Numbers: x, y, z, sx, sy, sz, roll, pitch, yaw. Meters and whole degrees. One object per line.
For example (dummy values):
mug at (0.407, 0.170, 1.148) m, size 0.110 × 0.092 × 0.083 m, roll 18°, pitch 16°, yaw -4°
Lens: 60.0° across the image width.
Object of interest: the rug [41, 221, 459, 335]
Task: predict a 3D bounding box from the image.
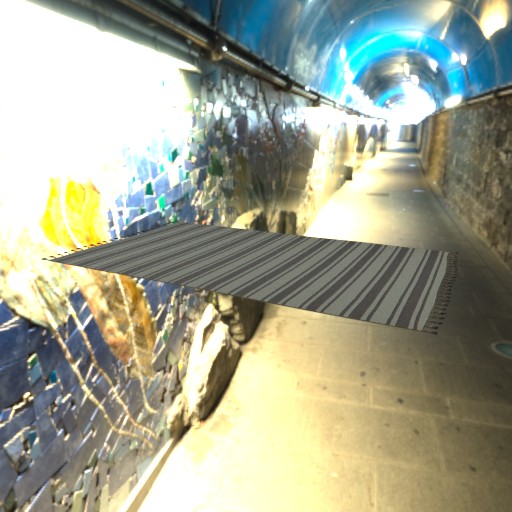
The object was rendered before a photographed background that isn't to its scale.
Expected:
rug at (0.000, 0.000, 2.538) m, size 2.096 × 0.011 × 1.229 m, roll 8°, pitch 18°, yaw 26°
